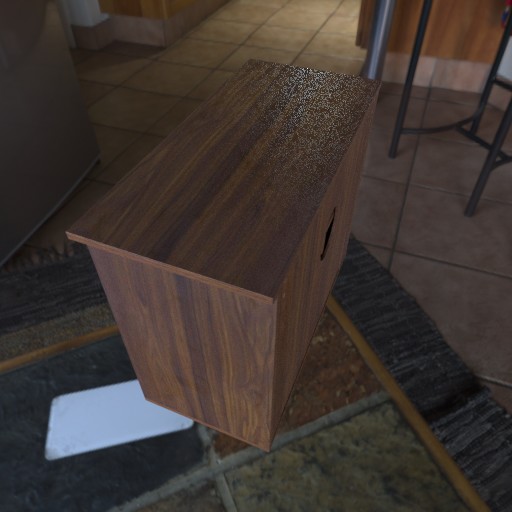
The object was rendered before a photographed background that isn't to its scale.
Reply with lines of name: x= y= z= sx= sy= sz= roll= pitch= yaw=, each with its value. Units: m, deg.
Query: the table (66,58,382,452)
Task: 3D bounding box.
table: x=0.000 y=0.000 z=1.225 sx=0.390 sy=0.725 sz=0.802 roll=17 pitch=48 yaw=16
